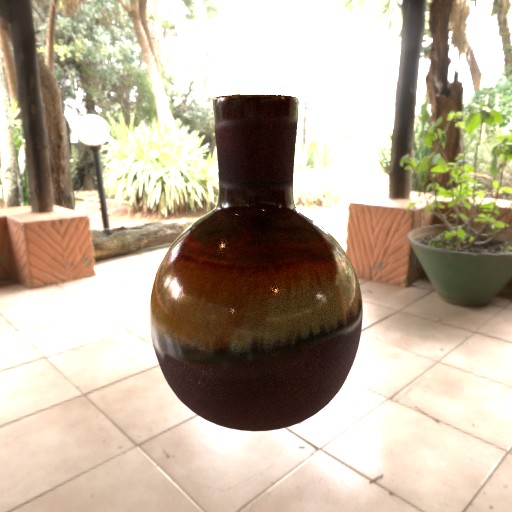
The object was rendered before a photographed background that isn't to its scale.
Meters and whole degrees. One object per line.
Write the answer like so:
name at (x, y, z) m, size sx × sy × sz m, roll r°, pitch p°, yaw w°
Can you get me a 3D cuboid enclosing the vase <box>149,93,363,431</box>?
vase at (0.000, 0.000, 0.229) m, size 0.111 × 0.154 × 0.111 m, roll 0°, pitch 15°, yaw 0°
